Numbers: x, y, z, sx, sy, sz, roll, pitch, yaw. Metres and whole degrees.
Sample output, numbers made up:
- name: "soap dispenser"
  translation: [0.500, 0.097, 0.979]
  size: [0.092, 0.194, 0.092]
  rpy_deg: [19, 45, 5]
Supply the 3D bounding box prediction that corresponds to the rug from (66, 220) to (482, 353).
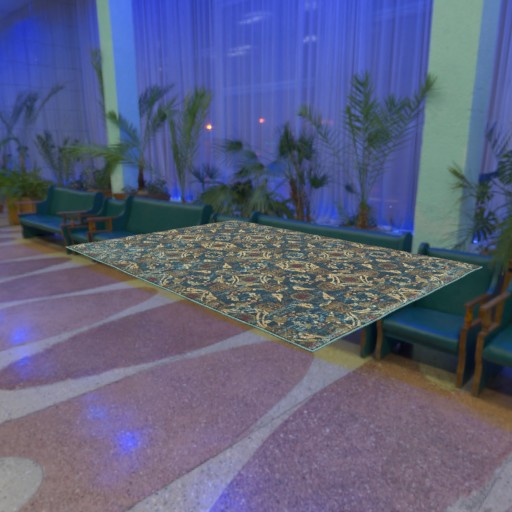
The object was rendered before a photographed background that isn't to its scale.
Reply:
- name: "rug"
  translation: [0.000, 0.000, 2.846]
  size: [1.567, 0.014, 2.207]
  rpy_deg: [-13, 20, -42]
